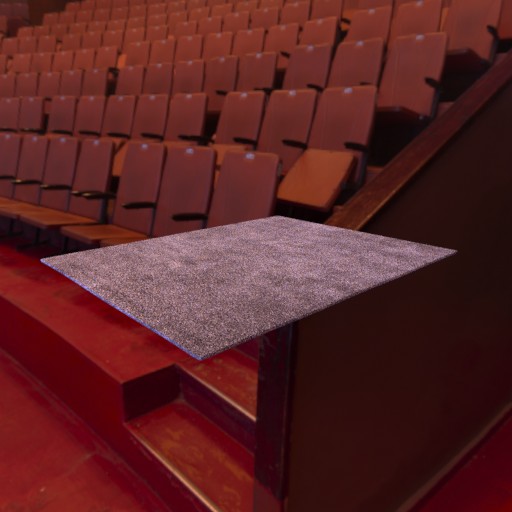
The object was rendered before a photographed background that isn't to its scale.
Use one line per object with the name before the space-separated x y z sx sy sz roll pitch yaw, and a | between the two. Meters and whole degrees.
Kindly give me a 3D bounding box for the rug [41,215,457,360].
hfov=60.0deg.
rug | 0.000 0.000 4.071 3.000 0.025 2.401 -14 21 -41
